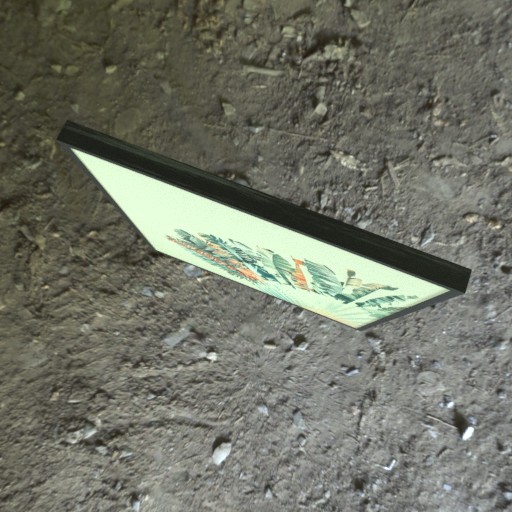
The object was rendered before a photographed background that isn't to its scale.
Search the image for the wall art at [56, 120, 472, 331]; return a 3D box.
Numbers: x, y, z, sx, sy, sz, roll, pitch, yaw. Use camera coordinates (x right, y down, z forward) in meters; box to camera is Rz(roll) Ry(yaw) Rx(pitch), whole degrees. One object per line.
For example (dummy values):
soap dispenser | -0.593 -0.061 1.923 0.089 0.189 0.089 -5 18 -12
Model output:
wall art | 0.000 0.000 1.140 0.762 0.758 0.043 21 77 5
